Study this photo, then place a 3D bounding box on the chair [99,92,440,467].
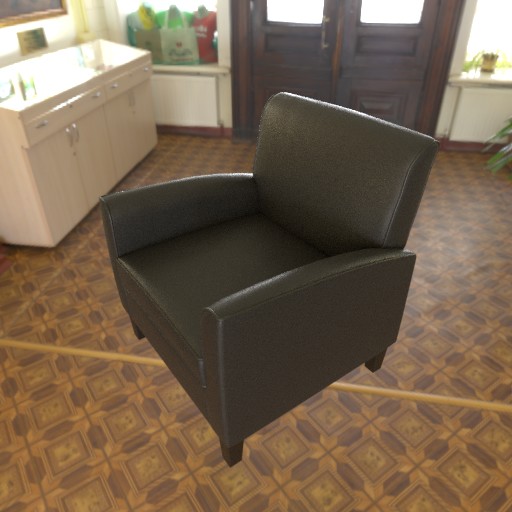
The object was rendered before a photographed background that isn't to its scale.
[{"bbox_3d":[0.000,0.000,1.582,0.819,0.916,0.820,-22,39,-29],"label":"chair"}]
